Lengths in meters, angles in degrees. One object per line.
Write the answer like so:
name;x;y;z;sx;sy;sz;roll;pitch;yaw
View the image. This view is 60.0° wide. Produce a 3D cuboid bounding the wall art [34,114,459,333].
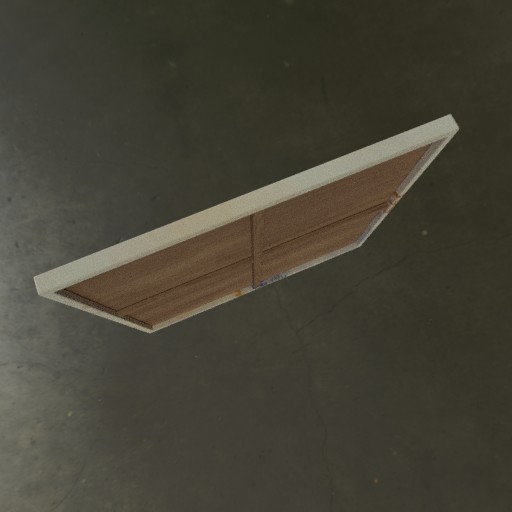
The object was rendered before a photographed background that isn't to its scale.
wall art;0.000;0.000;1.297;0.889;0.889;0.038;-22;77;-6
